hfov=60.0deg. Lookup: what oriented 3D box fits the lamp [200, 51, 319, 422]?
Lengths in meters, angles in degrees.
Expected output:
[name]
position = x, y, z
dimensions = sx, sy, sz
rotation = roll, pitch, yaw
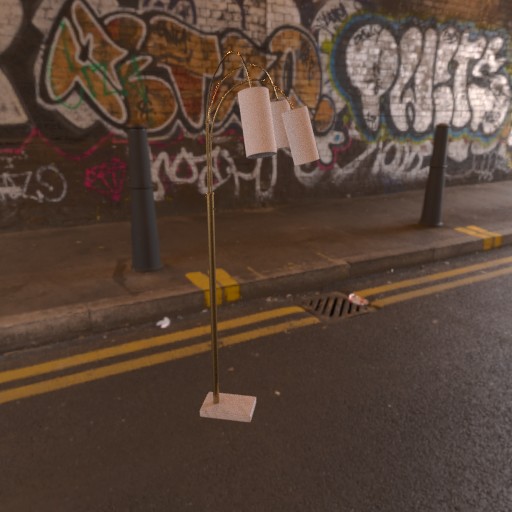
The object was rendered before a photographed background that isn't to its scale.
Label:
[lamp]
position = 0.000, 0.000, 2.507
dimensions = 0.667, 2.055, 1.020
rotation = 3, 17, 10
